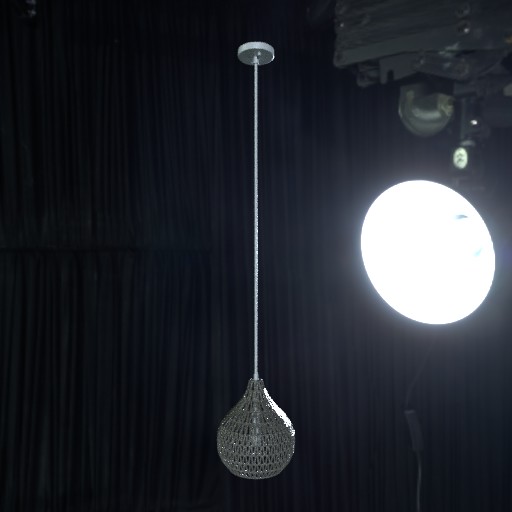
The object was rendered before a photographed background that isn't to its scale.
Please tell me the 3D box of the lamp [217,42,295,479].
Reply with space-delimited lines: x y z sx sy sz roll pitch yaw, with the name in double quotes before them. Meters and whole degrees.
"lamp" 0.000 0.000 2.047 0.355 1.919 0.355 1 -2 -19
